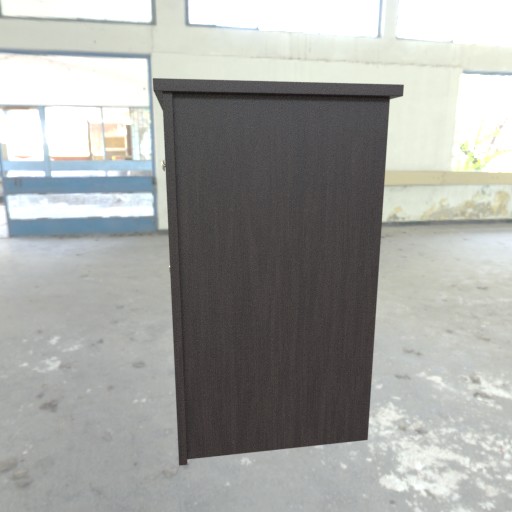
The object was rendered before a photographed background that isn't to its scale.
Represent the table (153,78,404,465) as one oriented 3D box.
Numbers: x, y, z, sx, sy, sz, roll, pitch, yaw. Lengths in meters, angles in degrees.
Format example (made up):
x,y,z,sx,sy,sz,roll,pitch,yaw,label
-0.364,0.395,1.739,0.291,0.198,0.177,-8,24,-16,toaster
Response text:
x,y,z,sx,sy,sz,roll,pitch,yaw,label
0.000,0.000,0.951,0.381,0.635,0.480,-2,13,-9,table
